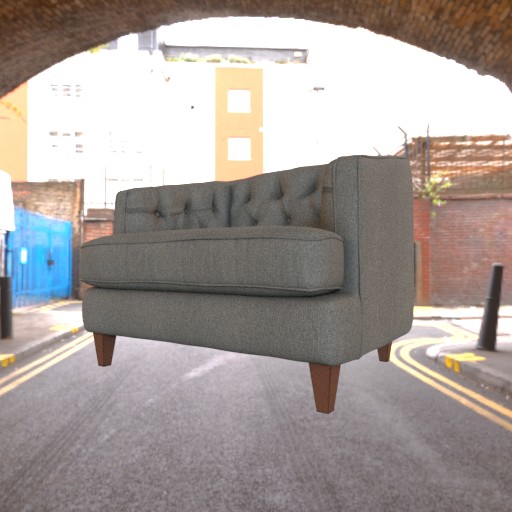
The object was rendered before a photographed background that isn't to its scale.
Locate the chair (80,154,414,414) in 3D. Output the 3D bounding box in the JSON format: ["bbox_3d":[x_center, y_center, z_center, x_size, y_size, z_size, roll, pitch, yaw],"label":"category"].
[{"bbox_3d":[0.000,0.000,1.747,1.094,0.852,0.945,-1,-2,35],"label":"chair"}]
